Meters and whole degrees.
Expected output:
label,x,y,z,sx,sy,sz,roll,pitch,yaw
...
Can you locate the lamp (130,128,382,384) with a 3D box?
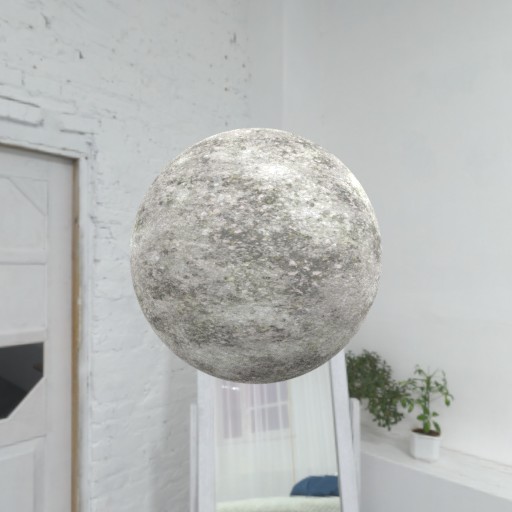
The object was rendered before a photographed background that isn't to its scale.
label,x,y,z,sx,sy,sz,roll,pitch,yaw
lamp,0.000,0.000,0.770,0.422,0.429,0.422,0,0,0
